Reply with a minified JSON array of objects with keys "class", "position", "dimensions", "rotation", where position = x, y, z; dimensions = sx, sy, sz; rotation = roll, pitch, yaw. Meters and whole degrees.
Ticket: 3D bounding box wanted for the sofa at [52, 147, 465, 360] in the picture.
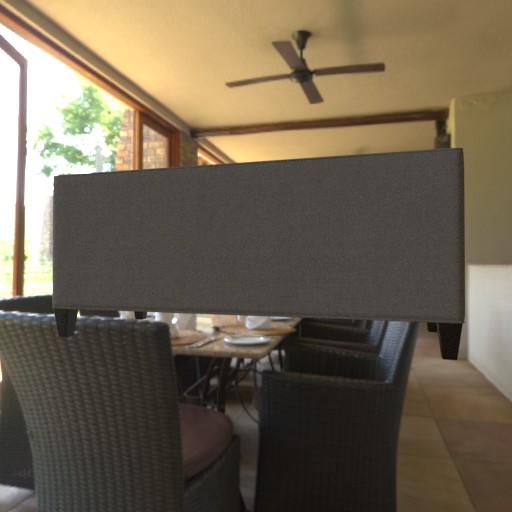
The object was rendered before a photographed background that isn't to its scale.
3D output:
[{"class":"sofa","position":[0.000,0.000,2.185],"dimensions":[1.778,0.762,0.775],"rotation":[0,-1,17]}]
